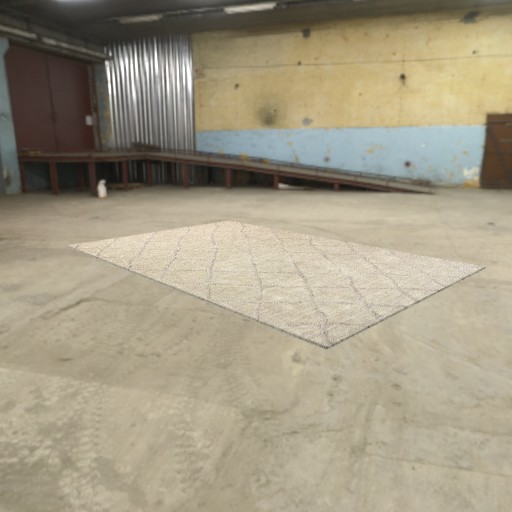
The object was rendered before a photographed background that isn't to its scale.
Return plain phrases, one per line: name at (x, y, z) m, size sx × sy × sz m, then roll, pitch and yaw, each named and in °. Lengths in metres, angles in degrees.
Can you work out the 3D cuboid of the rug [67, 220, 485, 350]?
rug at (0.000, 0.000, 2.866) m, size 1.521 × 0.015 × 2.280 m, roll -13°, pitch 19°, yaw -43°
